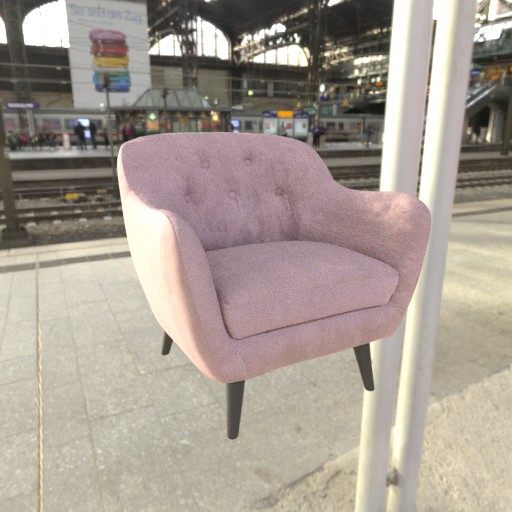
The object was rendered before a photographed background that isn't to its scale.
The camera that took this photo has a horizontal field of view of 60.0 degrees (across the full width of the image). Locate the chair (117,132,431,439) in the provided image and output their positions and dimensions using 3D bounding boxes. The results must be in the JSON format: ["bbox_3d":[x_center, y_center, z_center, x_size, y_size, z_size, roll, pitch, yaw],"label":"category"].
[{"bbox_3d":[0.000,0.000,1.528,0.840,0.820,0.820,-8,18,-27],"label":"chair"}]
